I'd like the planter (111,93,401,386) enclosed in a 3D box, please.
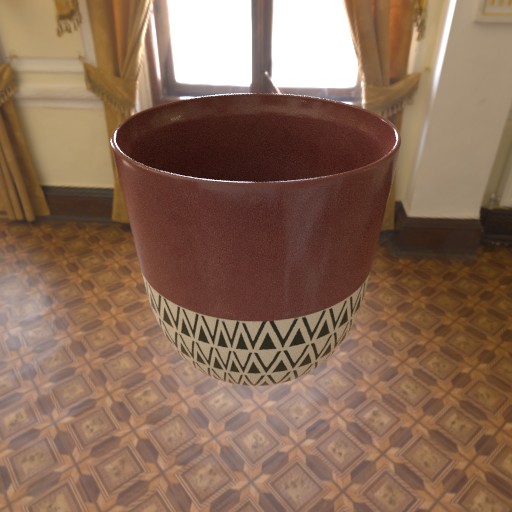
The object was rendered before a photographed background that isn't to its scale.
[{"bbox_3d":[0.000,0.000,0.365,0.195,0.214,0.195,0,33,0],"label":"planter"}]
